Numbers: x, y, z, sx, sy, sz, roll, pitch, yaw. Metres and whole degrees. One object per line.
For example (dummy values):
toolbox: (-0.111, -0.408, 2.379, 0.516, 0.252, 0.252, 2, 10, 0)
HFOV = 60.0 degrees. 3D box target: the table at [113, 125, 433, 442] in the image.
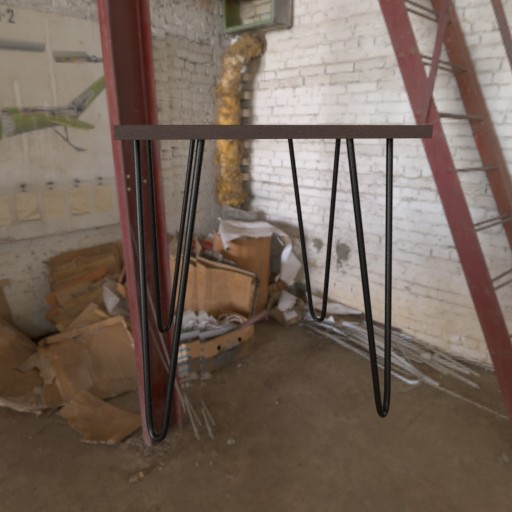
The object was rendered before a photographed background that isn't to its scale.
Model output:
table: (0.000, 0.000, 0.985, 0.495, 0.559, 0.495, -3, 17, -9)
